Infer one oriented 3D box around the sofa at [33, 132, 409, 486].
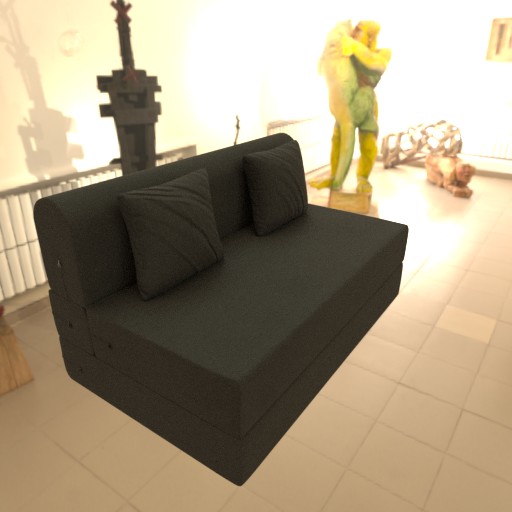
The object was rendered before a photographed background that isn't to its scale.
[{"bbox_3d":[0.000,0.000,1.649,0.762,0.670,1.225,17,30,31],"label":"sofa"}]
